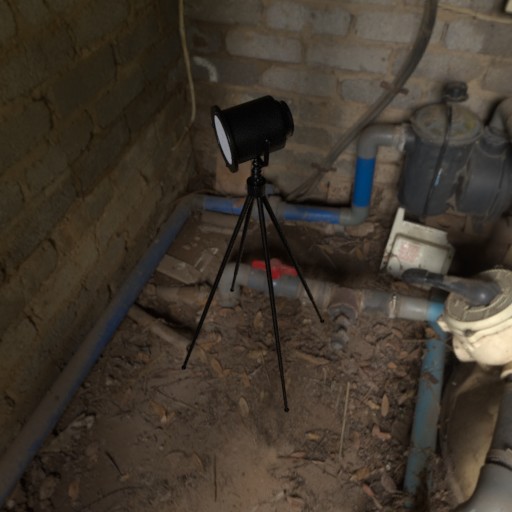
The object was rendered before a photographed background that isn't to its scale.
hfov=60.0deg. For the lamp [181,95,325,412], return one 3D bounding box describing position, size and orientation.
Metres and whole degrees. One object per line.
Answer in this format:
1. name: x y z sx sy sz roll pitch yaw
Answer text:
1. lamp: 0.000 0.000 2.027 0.884 1.504 0.879 -16 49 -14
